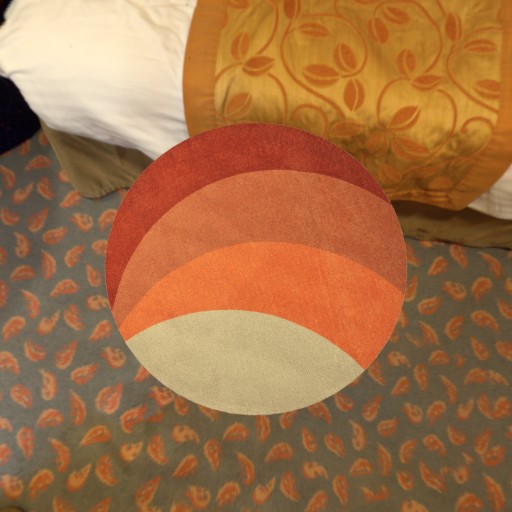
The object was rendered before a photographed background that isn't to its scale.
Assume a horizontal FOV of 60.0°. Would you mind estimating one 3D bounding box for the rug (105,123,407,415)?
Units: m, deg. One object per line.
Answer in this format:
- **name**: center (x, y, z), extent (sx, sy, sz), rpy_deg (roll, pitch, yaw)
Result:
- **rug**: center (0.000, 0.000, 2.231), extent (1.514, 0.015, 1.514), rpy_deg (0, 75, 0)
